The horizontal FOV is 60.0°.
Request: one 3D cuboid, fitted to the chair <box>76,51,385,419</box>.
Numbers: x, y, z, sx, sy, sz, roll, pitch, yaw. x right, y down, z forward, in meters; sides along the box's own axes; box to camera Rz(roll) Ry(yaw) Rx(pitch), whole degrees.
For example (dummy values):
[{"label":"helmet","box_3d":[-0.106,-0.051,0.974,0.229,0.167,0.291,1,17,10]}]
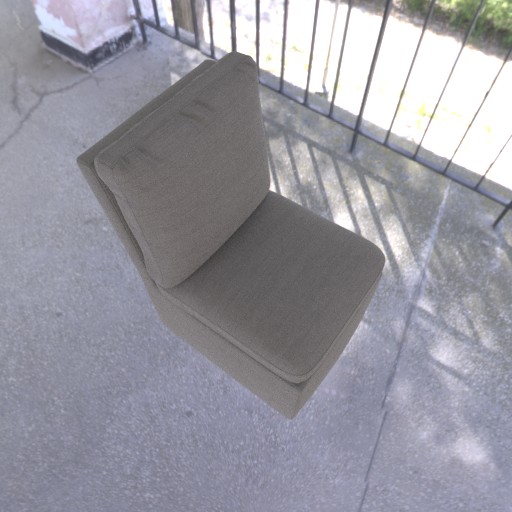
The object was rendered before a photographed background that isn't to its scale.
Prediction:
[{"label":"chair","box_3d":[0.000,0.000,1.335,0.698,0.927,0.503,32,63,18]}]
